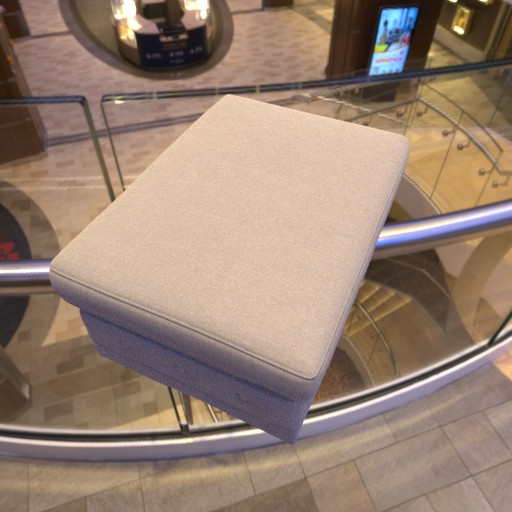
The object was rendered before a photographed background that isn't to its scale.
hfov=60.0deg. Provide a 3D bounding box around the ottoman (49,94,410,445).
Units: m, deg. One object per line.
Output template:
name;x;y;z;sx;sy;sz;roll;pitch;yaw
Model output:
ottoman;0.000;0.000;1.149;0.569;0.500;0.771;19;50;17
